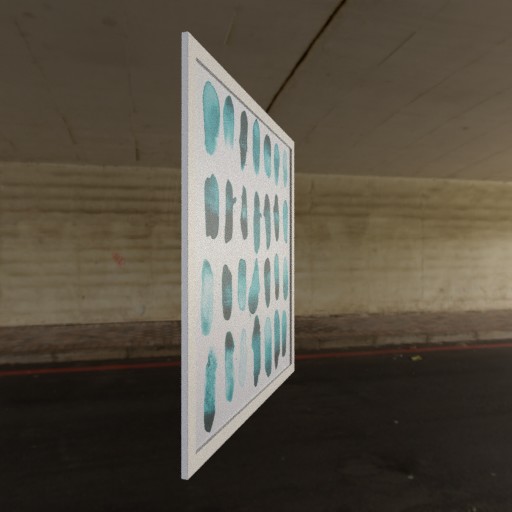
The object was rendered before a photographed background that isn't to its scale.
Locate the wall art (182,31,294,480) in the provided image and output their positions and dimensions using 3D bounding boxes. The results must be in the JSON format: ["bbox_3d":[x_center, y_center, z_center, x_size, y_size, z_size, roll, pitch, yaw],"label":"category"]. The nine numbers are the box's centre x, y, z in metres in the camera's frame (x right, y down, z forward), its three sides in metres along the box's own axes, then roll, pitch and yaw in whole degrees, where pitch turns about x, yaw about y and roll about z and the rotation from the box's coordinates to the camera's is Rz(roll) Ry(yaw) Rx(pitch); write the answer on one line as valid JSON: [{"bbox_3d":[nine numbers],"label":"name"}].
[{"bbox_3d":[0.000,0.000,1.190,0.013,0.813,0.812,0,0,19],"label":"wall art"}]
